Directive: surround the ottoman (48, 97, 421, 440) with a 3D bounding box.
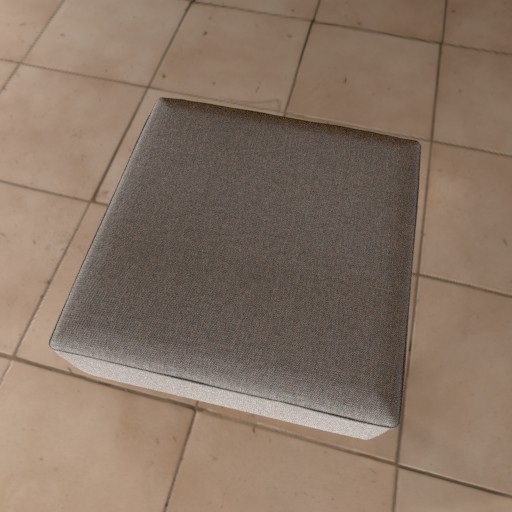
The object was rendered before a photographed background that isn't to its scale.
[{"bbox_3d":[0.000,0.000,1.574,1.017,0.423,1.023,12,64,6],"label":"ottoman"}]
